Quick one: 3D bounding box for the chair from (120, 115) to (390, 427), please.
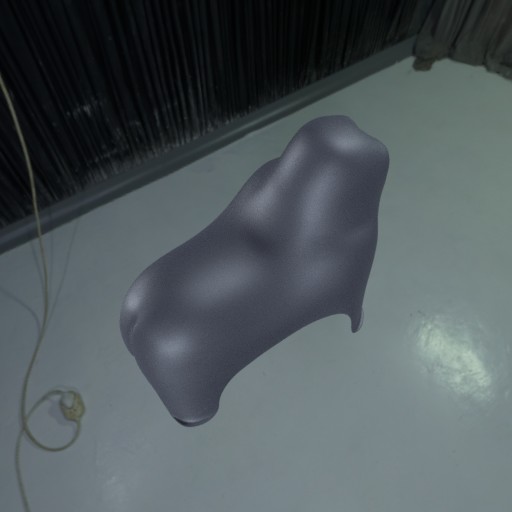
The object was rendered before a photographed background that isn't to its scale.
[{"bbox_3d":[0.000,0.000,1.123,0.758,0.600,0.490,-32,63,-19],"label":"chair"}]
